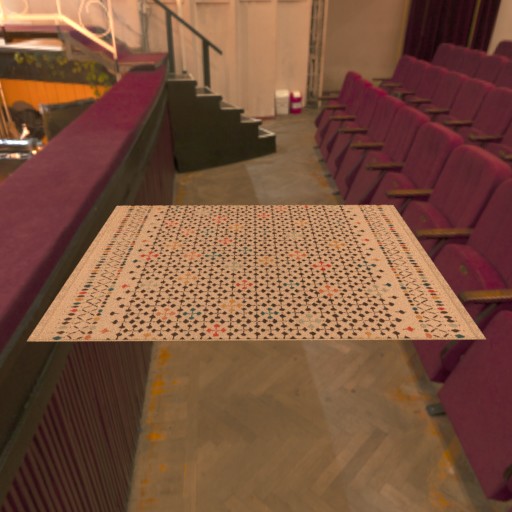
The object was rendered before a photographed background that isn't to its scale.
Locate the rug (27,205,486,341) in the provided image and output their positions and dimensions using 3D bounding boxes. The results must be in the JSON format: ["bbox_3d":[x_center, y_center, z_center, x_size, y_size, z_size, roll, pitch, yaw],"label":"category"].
[{"bbox_3d":[0.000,0.000,1.999,1.556,0.006,1.146,0,30,0],"label":"rug"}]
